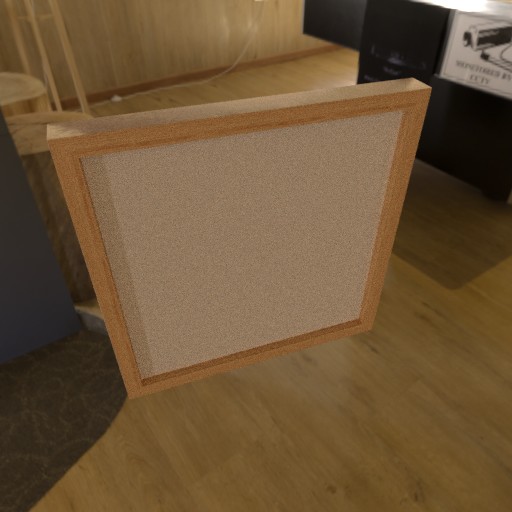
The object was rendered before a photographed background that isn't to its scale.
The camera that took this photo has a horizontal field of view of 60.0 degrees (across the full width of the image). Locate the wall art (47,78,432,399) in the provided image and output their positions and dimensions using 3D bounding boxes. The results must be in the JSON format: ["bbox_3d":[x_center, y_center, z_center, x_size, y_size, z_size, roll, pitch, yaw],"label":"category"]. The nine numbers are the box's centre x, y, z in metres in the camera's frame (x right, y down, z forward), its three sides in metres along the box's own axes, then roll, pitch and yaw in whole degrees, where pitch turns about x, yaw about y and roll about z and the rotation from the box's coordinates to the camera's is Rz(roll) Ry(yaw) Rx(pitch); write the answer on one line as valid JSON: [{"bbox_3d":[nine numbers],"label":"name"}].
[{"bbox_3d":[0.000,0.000,0.438,0.303,0.303,0.028,-13,41,-15],"label":"wall art"}]
